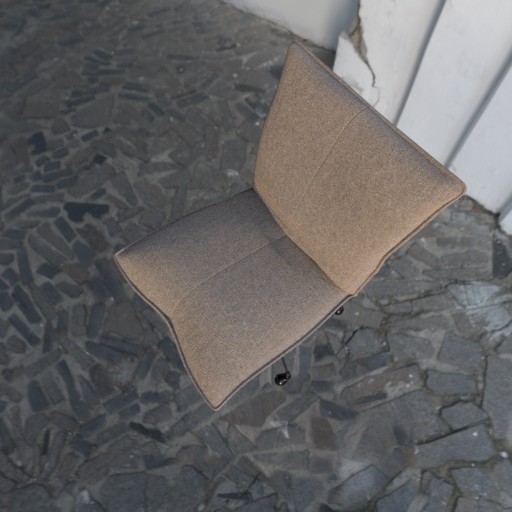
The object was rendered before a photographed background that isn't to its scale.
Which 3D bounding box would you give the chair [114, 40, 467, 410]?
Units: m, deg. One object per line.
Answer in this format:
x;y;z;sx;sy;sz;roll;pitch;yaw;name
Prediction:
0.000;0.000;1.301;0.696;0.811;0.597;-32;67;-16;chair
